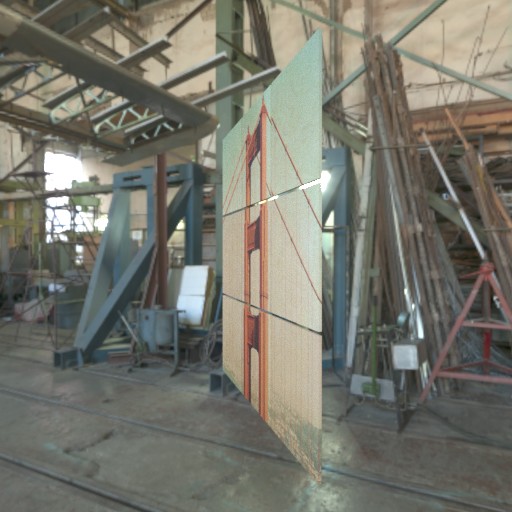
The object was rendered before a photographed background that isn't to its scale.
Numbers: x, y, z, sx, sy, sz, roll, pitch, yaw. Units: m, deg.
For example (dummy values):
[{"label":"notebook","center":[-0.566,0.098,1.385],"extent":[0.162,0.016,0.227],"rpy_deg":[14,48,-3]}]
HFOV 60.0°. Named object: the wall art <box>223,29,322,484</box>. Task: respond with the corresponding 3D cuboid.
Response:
[{"label":"wall art","center":[0.000,0.000,2.209],"extent":[0.013,1.523,1.517],"rpy_deg":[0,0,-16]}]
